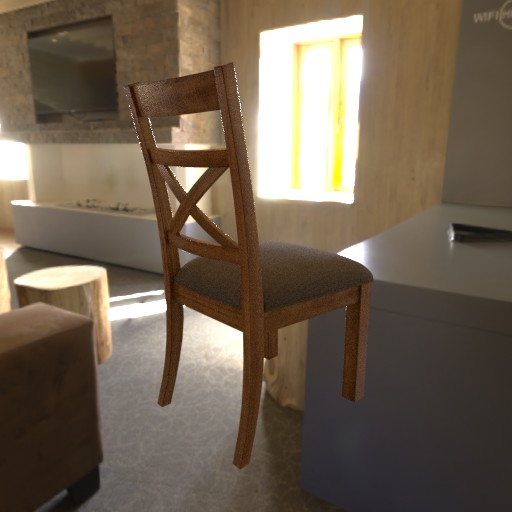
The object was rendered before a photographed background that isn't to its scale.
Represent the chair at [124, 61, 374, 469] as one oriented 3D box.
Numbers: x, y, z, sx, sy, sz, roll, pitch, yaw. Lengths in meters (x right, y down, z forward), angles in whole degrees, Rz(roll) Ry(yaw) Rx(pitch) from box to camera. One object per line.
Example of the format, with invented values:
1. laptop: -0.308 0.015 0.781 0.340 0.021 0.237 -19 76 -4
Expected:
1. chair: 0.000 0.000 1.297 0.581 0.949 0.470 -13 19 -41
